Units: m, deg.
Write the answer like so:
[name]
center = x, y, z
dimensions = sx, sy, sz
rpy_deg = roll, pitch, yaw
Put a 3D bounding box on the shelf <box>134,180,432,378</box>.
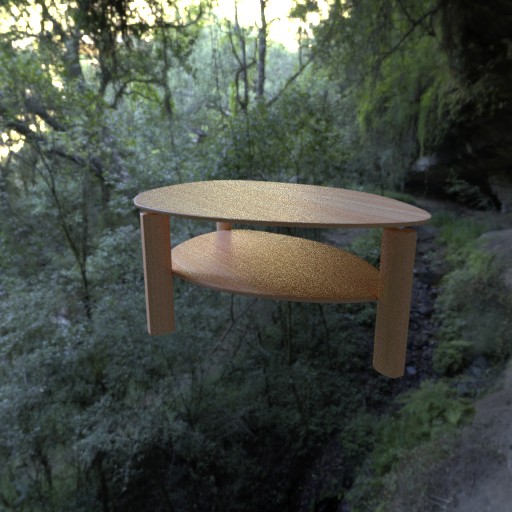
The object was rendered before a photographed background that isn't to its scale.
[shelf]
center = 0.000, 0.000, 1.625
dimensions = 0.845, 0.440, 1.246
rpy_deg = -8, 17, -27
